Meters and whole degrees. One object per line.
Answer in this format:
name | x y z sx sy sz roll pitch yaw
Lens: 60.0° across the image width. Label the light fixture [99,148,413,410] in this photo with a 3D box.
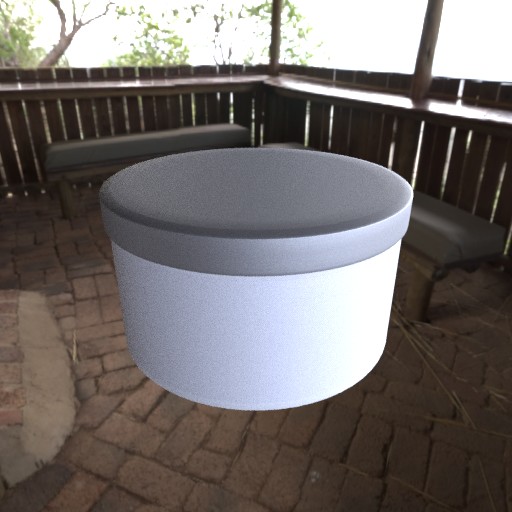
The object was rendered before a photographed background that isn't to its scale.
light fixture | 0.000 0.000 0.630 0.393 0.229 0.393 0 25 0
